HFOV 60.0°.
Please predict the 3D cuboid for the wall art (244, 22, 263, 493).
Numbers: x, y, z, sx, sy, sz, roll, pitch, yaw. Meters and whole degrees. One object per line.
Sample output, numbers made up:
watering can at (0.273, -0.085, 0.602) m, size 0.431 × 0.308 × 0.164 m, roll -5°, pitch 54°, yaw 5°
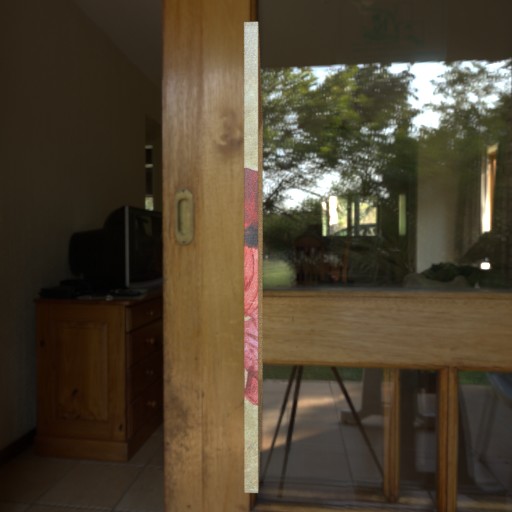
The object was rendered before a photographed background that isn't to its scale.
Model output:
wall art at (0.000, 0.000, 1.334) m, size 0.031 × 1.015 × 0.762 m, roll 0°, pitch 2°, yaw 2°
